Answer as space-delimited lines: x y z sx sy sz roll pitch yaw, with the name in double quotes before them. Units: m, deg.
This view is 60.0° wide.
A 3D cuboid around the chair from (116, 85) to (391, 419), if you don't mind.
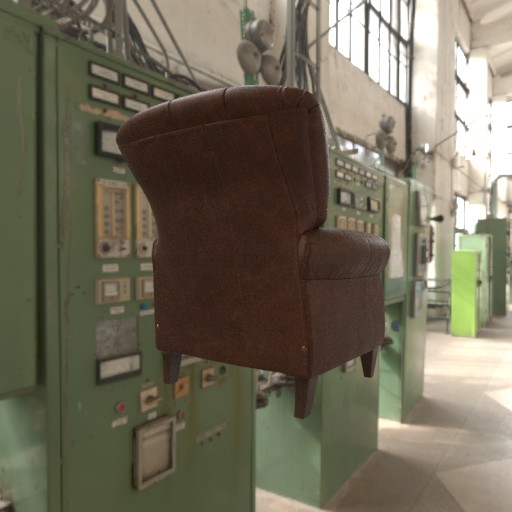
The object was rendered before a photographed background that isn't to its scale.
"chair" 0.000 0.000 1.971 0.979 1.162 1.031 1 1 36
